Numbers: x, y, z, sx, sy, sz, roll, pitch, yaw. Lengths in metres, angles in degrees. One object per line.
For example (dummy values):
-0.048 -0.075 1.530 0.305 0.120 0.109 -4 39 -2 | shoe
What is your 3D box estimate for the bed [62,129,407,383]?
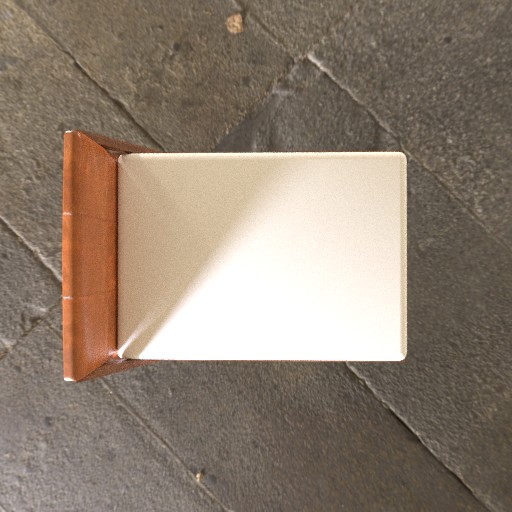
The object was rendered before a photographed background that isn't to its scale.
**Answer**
0.000 0.000 3.197 2.311 1.168 1.651 0 90 1 | bed
